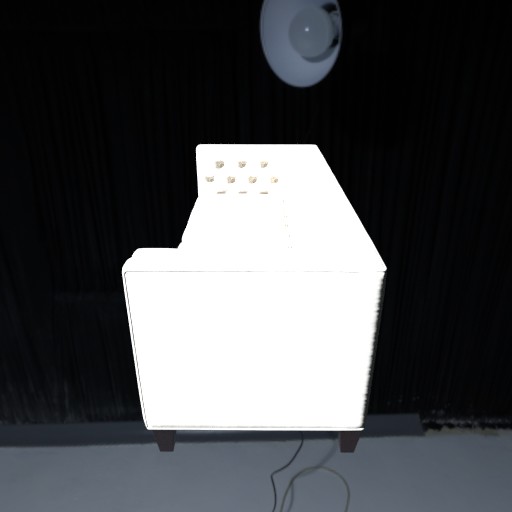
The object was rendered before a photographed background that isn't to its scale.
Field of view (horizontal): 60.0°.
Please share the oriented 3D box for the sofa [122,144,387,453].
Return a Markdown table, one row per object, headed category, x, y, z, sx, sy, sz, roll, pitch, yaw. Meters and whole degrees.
| category | x | y | z | sx | sy | sz | roll | pitch | yaw |
| --- | --- | --- | --- | --- | --- | --- | --- | --- | --- |
| sofa | 0.000 | 0.000 | 2.229 | 0.775 | 0.762 | 1.778 | 0 | 25 | 0 |
